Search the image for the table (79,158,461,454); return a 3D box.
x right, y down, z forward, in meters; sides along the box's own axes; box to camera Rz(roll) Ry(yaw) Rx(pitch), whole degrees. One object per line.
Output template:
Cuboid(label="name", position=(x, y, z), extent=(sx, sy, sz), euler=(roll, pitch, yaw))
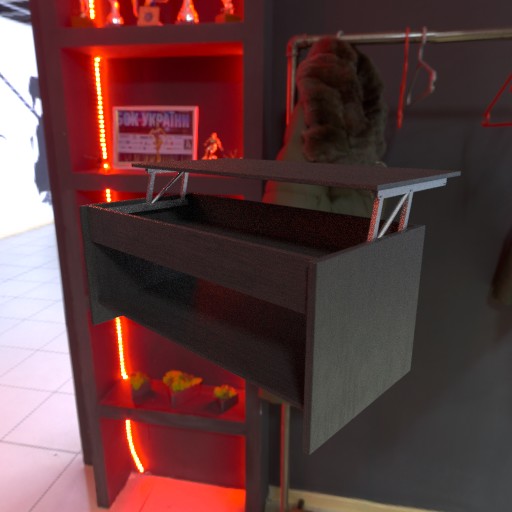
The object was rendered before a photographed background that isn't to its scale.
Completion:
Cuboid(label="table", position=(0.000, 0.000, 1.473), extent=(1.000, 0.570, 0.712), euler=(14, 21, 42))
